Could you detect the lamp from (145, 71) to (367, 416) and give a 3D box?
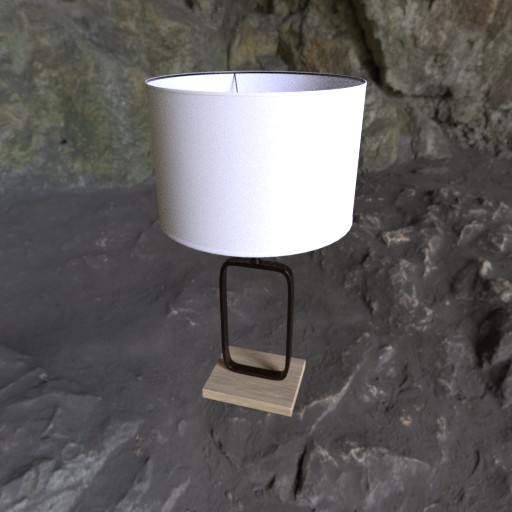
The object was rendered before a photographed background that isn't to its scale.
[{"bbox_3d":[0.000,0.000,0.684,0.279,0.508,0.279,7,28,14],"label":"lamp"}]
